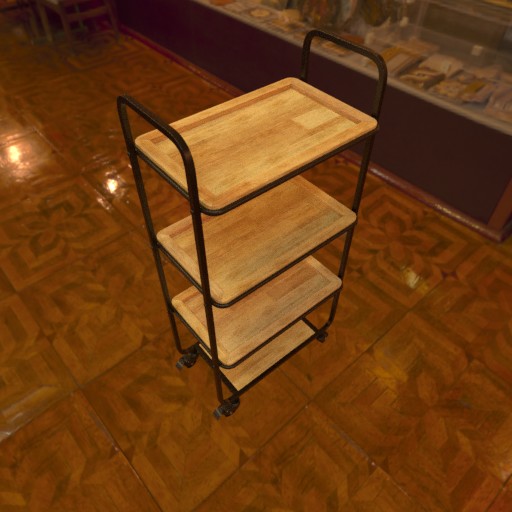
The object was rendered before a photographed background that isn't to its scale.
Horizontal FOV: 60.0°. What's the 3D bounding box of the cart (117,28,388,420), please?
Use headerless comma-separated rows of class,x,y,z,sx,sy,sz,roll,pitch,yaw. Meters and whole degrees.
cart,0.000,0.000,1.286,0.545,1.080,0.321,-31,54,-26
